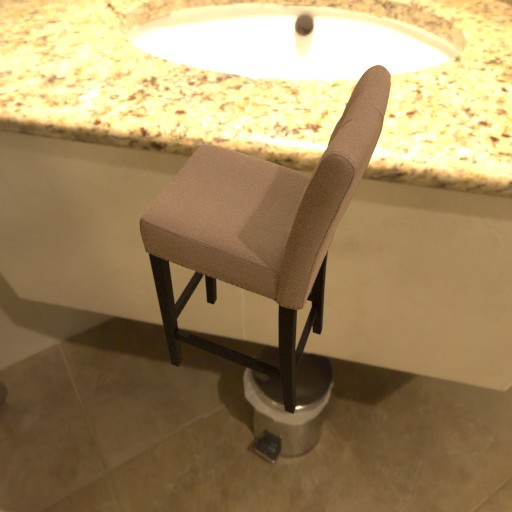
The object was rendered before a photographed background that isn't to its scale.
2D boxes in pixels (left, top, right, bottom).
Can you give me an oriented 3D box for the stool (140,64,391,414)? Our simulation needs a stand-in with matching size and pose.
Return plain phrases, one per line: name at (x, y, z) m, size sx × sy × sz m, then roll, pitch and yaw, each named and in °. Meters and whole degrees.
stool at (0.000, 0.000, 1.311) m, size 0.548 × 1.047 × 0.411 m, roll 15°, pitch 48°, yaw 14°
